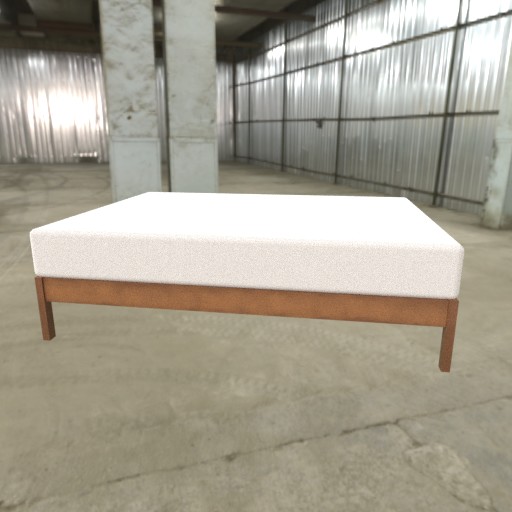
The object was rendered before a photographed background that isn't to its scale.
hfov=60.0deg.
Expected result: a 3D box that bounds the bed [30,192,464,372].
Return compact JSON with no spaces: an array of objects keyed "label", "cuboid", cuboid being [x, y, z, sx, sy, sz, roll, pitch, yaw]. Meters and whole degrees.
[{"label":"bed","cuboid":[0.000,0.000,2.827,2.050,0.593,1.529,2,16,9]}]
